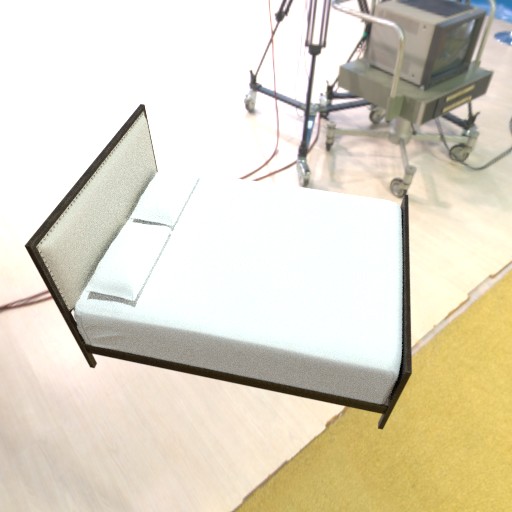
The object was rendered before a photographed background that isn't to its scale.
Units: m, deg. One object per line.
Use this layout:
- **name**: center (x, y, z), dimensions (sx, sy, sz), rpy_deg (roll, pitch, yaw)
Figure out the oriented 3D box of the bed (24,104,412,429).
- **bed**: center (0.000, 0.000, 3.255), dimensions (2.221, 1.313, 1.607), rpy_deg (9, 47, 9)
